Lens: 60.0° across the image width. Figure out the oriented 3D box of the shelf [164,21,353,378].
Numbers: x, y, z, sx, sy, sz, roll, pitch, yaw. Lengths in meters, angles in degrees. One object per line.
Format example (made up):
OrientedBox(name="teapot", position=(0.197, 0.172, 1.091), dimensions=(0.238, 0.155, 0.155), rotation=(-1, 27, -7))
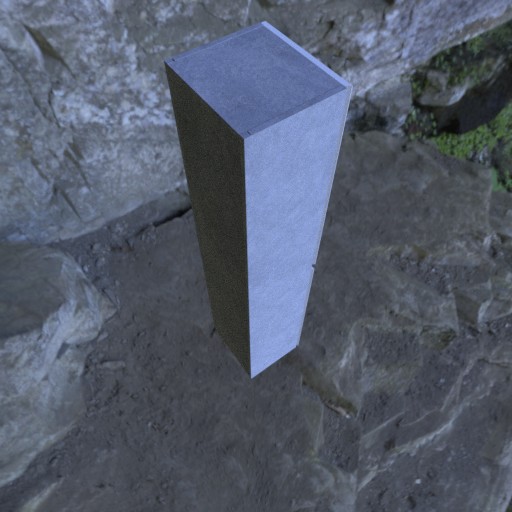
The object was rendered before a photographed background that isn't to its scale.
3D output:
OrientedBox(name="shelf", position=(0.000, 0.000, 1.512), dimensions=(0.270, 1.400, 0.300), rotation=(-31, 62, -19))
